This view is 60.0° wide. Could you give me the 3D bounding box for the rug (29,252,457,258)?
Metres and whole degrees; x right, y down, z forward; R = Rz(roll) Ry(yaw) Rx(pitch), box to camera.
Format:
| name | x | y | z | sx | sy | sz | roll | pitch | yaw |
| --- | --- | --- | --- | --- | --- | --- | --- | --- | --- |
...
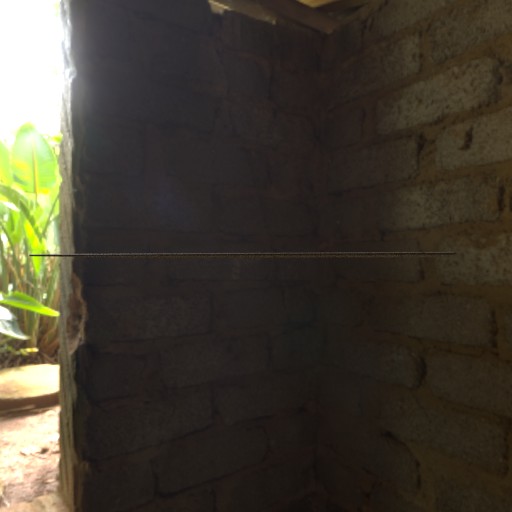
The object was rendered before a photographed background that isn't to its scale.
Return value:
| name | x | y | z | sx | sy | sz | roll | pitch | yaw |
| --- | --- | --- | --- | --- | --- | --- | --- | --- | --- |
| rug | 0.000 | 0.000 | 2.369 | 1.839 | 0.009 | 1.236 | 0 | -1 | 18 |
